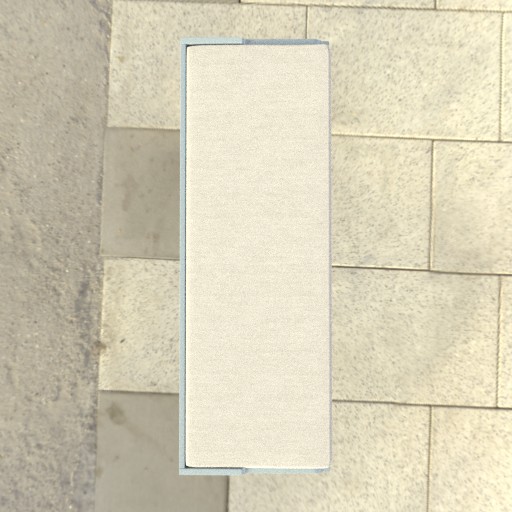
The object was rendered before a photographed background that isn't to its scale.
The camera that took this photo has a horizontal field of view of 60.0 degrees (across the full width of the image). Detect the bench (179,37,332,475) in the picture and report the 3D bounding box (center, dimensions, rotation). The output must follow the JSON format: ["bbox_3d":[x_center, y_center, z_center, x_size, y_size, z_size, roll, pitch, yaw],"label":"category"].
[{"bbox_3d":[0.000,0.000,1.379,0.398,0.501,1.140,0,89,1],"label":"bench"}]
